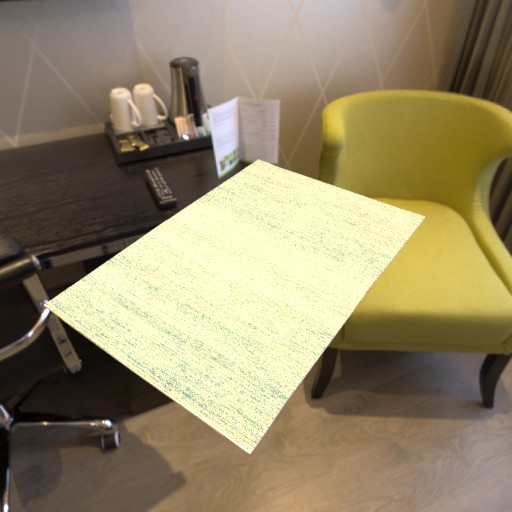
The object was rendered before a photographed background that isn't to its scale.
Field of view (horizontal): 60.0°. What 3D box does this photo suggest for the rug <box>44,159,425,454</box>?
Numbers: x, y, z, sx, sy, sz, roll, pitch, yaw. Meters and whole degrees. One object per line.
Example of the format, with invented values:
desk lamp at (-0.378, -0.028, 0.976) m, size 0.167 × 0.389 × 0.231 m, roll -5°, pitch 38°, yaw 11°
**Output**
rug at (0.000, 0.000, 3.091) m, size 1.593 × 0.029 × 2.305 m, roll 25°, pitch 47°, yaw 26°
